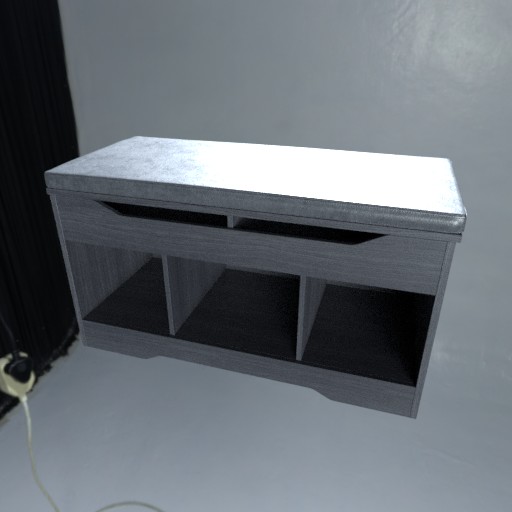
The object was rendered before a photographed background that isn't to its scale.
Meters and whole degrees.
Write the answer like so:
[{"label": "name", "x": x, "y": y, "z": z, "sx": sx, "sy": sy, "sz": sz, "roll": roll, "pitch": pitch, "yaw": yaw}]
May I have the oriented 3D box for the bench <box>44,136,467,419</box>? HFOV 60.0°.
[{"label": "bench", "x": 0.000, "y": 0.000, "z": 1.176, "sx": 0.905, "sy": 0.501, "sz": 0.401, "roll": 8, "pitch": 28, "yaw": 15}]
